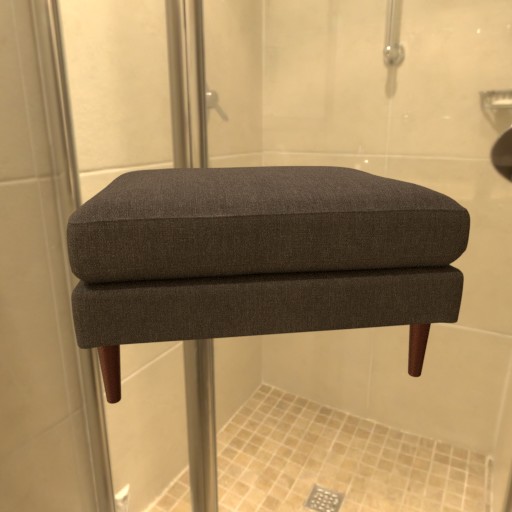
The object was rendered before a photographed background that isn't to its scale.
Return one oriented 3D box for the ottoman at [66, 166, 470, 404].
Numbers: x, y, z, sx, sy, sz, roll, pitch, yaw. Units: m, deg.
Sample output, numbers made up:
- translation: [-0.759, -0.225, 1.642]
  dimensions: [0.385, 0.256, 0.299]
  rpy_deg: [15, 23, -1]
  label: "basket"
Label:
- translation: [0.000, 0.000, 1.224]
  dimensions: [0.821, 0.474, 0.693]
  rpy_deg: [-2, 16, -8]
  label: "ottoman"
